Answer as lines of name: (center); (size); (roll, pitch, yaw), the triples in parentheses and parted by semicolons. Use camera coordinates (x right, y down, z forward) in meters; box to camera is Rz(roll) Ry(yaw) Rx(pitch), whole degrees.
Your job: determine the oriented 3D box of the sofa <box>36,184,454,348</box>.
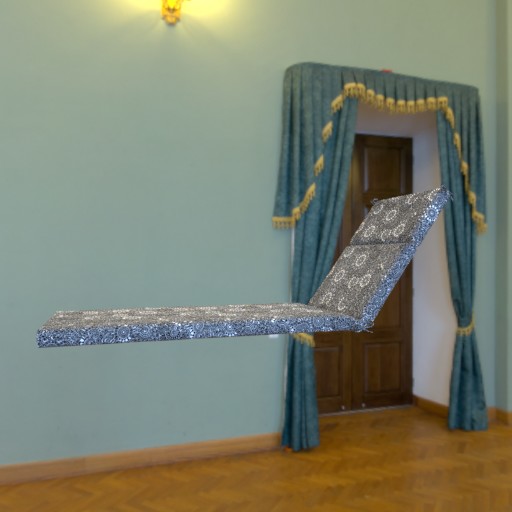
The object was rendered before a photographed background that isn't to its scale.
sofa: (0.000, 0.000, 1.927); (1.663, 0.622, 0.582); (0, 0, -18)
